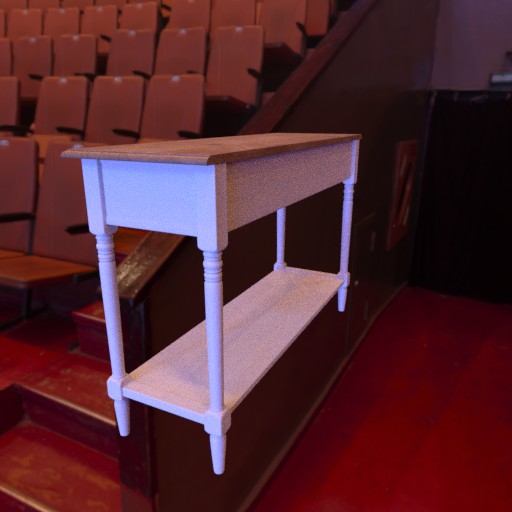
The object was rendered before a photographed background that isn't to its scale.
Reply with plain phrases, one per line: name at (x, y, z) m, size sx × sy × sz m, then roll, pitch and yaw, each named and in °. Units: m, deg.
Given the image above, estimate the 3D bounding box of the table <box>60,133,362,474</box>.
table at (0.000, 0.000, 1.573) m, size 0.399 × 0.800 × 1.219 m, roll 9°, pitch 19°, yaw 25°
